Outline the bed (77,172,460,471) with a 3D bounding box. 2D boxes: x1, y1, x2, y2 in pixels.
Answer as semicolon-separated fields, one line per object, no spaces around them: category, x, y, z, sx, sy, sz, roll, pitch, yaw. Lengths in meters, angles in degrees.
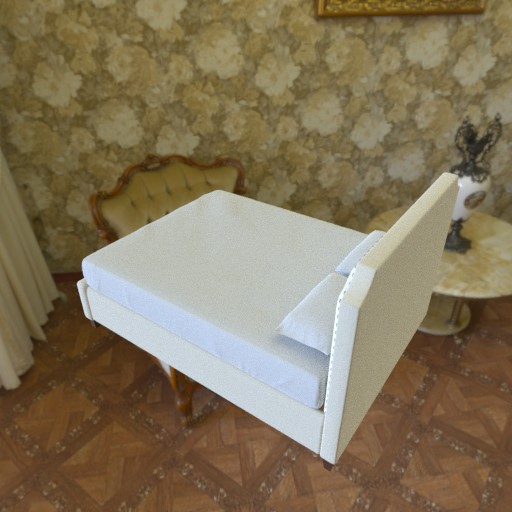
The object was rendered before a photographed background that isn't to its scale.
bed;0.000;0.000;3.417;2.329;1.415;1.703;21;38;29
